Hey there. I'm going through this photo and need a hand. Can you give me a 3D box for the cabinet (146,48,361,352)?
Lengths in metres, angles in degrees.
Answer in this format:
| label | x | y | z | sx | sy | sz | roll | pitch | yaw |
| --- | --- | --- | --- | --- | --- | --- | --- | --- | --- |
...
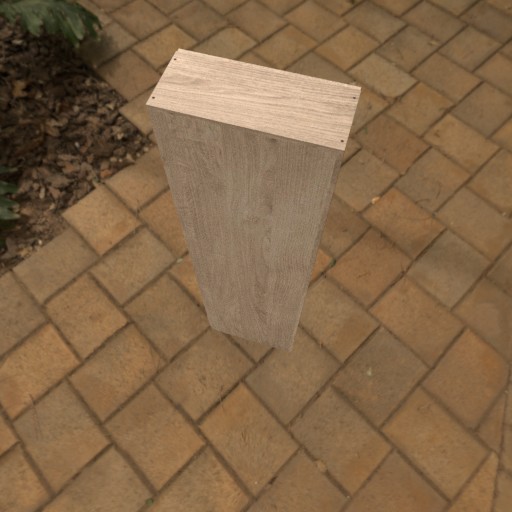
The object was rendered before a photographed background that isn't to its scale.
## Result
| label | x | y | z | sx | sy | sz | roll | pitch | yaw |
| --- | --- | --- | --- | --- | --- | --- | --- | --- | --- |
| cabinet | 0.000 | 0.000 | 1.909 | 0.500 | 1.790 | 0.230 | 15 | 64 | 8 |
